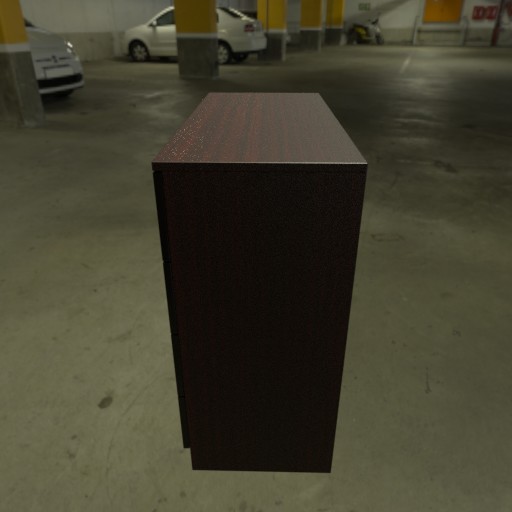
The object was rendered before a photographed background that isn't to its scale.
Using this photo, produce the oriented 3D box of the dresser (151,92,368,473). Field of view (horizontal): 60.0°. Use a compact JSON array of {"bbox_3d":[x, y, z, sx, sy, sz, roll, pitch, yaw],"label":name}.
[{"bbox_3d":[0.000,0.000,1.177,0.360,0.720,0.750,1,28,1],"label":"dresser"}]
